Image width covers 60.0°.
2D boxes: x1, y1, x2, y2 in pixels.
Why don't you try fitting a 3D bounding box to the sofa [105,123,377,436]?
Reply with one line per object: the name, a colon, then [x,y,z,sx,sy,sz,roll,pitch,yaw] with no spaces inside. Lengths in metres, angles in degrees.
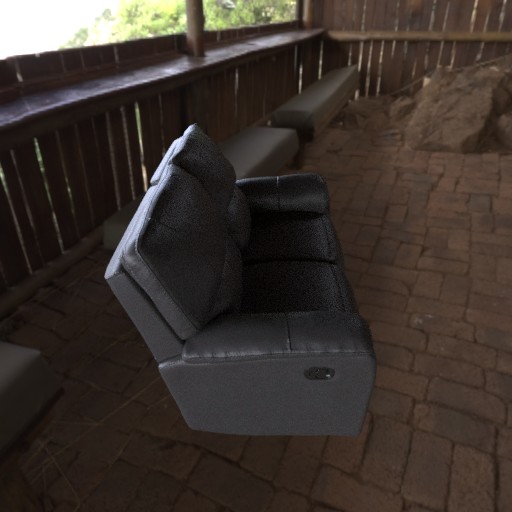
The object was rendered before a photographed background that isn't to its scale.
sofa: [0.000,0.000,2.495,1.104,1.111,1.765,1,32,1]
